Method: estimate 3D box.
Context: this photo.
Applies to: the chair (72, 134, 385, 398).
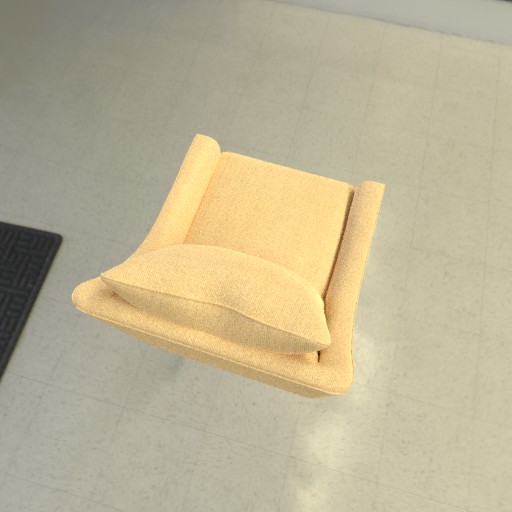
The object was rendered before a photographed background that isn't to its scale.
[{"bbox_3d":[0.000,0.000,1.586,0.760,0.927,0.876,17,67,7],"label":"chair"}]
